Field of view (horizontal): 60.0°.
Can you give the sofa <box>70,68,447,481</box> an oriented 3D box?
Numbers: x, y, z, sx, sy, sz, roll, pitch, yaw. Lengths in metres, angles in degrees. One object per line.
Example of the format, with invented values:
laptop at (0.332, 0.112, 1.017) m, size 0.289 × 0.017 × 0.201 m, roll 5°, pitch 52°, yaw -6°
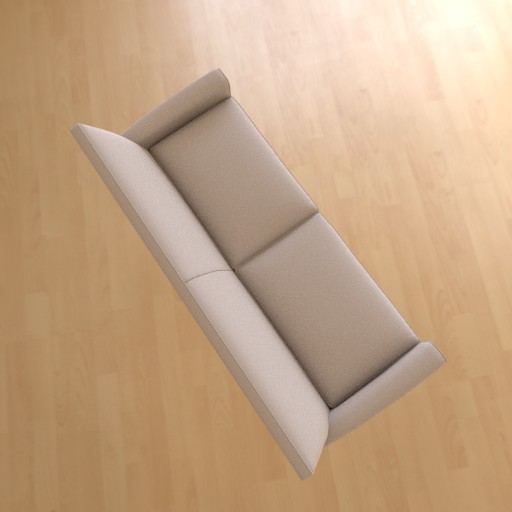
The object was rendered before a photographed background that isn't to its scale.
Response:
sofa at (0.000, 0.000, 2.412) m, size 0.875 × 0.846 × 2.000 m, roll -34°, pitch 79°, yaw -8°
